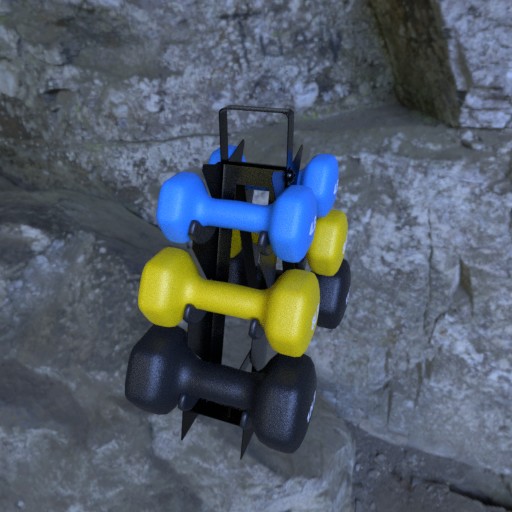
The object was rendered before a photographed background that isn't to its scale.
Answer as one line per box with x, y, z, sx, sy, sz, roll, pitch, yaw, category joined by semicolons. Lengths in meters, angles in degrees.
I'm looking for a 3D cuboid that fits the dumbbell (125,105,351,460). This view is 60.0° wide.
0.000;0.000;0.664;0.255;0.426;0.409;10;30;17;dumbbell
